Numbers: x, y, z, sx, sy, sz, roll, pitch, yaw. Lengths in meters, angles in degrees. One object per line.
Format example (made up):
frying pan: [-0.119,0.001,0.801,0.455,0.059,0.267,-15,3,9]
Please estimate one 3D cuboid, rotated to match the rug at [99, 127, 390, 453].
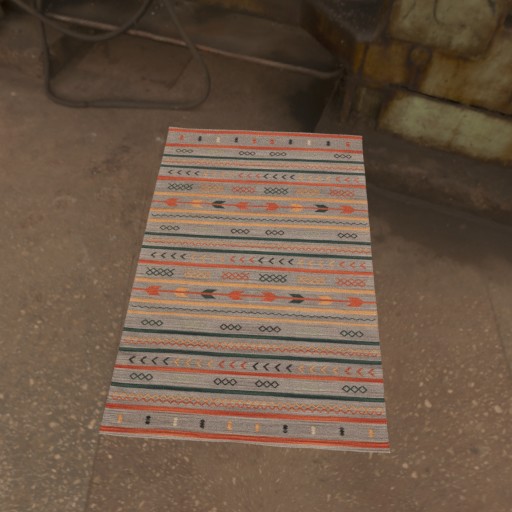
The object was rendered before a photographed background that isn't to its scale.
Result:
rug: [0.000,0.000,2.319,1.220,0.017,1.835,3,59,2]
